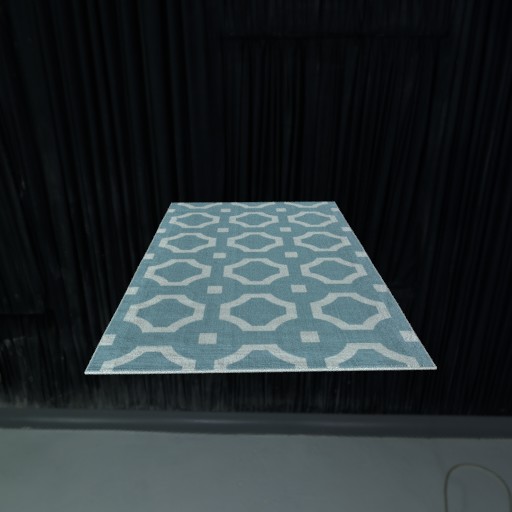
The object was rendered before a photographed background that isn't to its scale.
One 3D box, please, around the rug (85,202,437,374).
[{"bbox_3d":[0.000,0.000,3.028,1.528,0.015,2.443,0,24,-1],"label":"rug"}]
